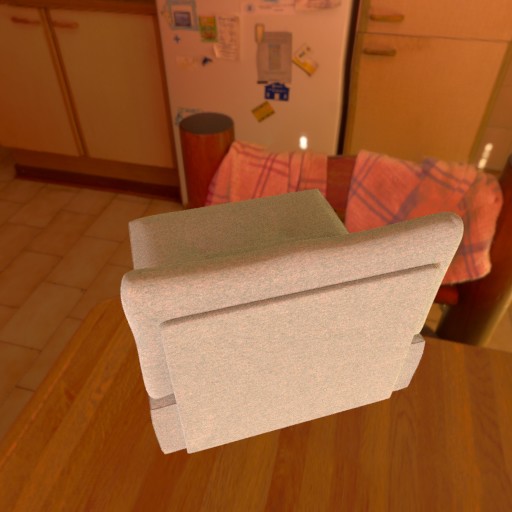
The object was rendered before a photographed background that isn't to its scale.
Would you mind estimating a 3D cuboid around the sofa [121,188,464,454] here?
[{"bbox_3d":[0.000,0.000,1.681,0.930,0.820,1.000,-11,43,-12],"label":"sofa"}]
